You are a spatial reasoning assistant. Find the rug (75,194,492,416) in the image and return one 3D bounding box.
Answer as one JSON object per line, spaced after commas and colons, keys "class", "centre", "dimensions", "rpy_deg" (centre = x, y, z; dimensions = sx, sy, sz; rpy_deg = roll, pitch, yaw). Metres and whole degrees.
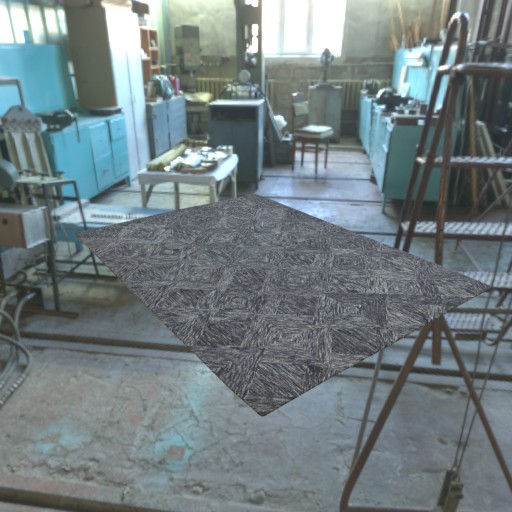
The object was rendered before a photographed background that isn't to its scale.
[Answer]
{"class": "rug", "centre": [0.000, 0.000, 5.191], "dimensions": [2.997, 0.020, 4.093], "rpy_deg": [-17, 30, -33]}
